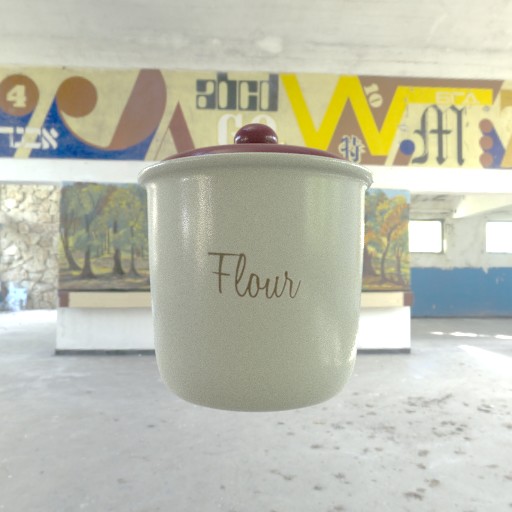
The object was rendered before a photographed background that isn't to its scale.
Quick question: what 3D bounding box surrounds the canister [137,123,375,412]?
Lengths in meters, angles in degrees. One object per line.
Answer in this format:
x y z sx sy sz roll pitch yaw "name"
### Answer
0.000 0.000 0.350 0.182 0.208 0.182 0 -1 0 "canister"
